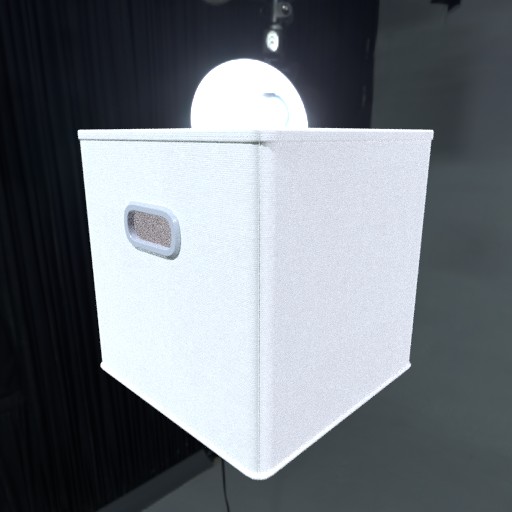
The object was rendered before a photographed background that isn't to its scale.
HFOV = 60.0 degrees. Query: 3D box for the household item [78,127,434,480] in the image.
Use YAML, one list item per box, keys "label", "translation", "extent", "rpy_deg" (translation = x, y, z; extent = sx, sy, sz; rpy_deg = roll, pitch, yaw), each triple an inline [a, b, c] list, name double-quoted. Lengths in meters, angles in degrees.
- label: "household item"
  translation: [0.000, 0.000, 0.558]
  extent: [0.305, 0.305, 0.305]
  rpy_deg: [15, 21, 42]
